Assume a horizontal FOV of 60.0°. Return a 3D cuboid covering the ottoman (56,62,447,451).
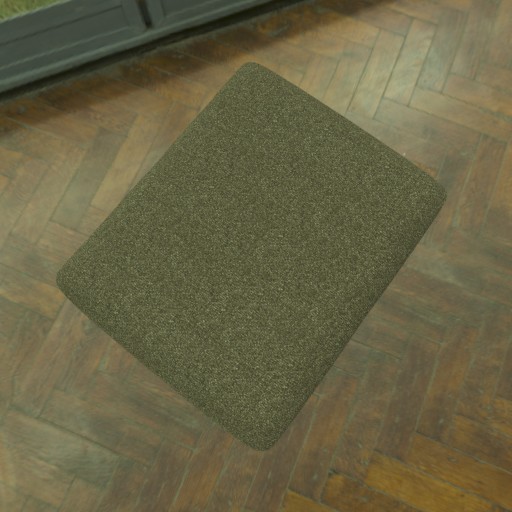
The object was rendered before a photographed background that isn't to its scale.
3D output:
[{"bbox_3d":[0.000,0.000,1.157,0.598,0.476,0.742,37,79,8],"label":"ottoman"}]
